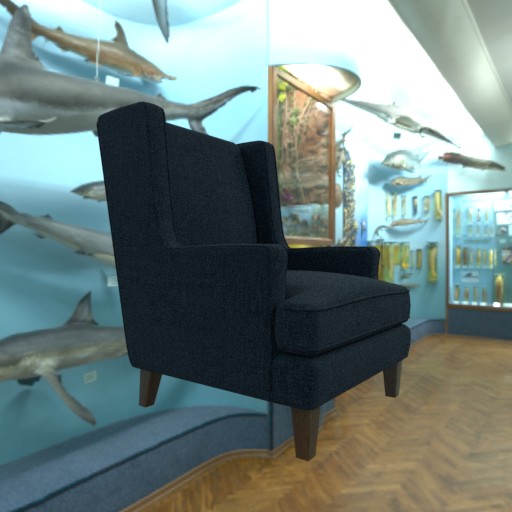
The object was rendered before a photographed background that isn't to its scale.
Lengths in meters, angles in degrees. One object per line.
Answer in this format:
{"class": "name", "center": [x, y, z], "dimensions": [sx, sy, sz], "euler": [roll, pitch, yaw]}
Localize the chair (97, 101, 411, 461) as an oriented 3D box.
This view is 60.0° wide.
{"class": "chair", "center": [0.000, 0.000, 1.690], "dimensions": [0.947, 1.072, 0.764], "euler": [0, 1, 37]}
